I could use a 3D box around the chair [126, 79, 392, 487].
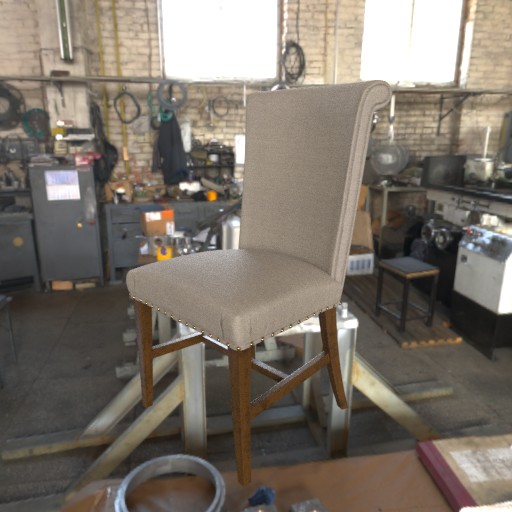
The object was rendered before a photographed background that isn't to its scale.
[{"bbox_3d":[0.000,0.000,1.327,0.608,0.988,0.513,-14,21,-42],"label":"chair"}]
